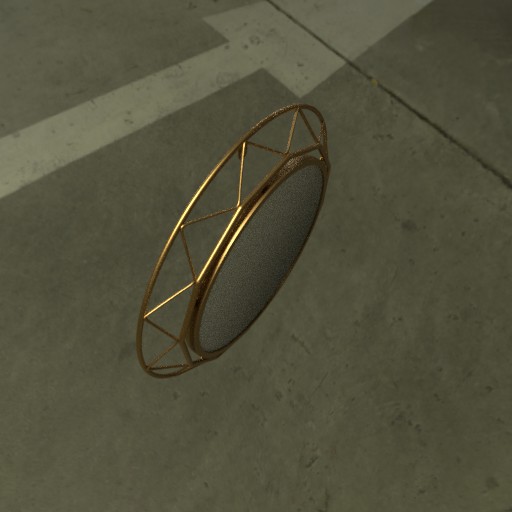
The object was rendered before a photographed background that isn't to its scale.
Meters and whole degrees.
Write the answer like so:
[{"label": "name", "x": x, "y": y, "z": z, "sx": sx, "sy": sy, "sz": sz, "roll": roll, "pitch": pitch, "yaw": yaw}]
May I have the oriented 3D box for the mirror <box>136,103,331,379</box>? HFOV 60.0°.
[{"label": "mirror", "x": 0.000, "y": 0.000, "z": 0.668, "sx": 0.043, "sy": 0.454, "sz": 0.454, "roll": 32, "pitch": 64, "yaw": 18}]
